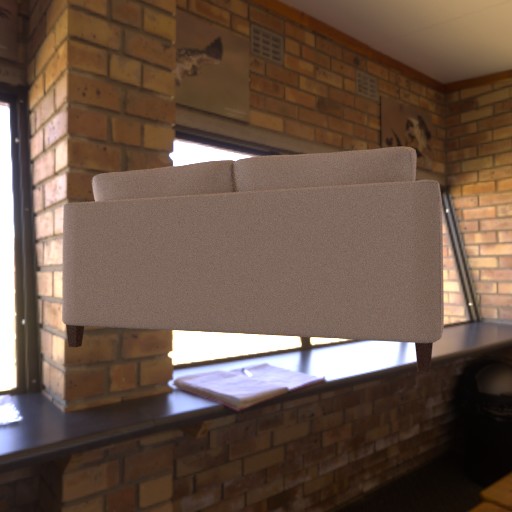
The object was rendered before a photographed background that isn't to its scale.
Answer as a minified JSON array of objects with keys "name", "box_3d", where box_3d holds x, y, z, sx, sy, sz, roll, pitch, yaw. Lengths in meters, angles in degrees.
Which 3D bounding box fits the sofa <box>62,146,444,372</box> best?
[{"name":"sofa","box_3d":[0.000,0.000,2.261,1.722,0.888,0.873,-1,-2,20]}]
